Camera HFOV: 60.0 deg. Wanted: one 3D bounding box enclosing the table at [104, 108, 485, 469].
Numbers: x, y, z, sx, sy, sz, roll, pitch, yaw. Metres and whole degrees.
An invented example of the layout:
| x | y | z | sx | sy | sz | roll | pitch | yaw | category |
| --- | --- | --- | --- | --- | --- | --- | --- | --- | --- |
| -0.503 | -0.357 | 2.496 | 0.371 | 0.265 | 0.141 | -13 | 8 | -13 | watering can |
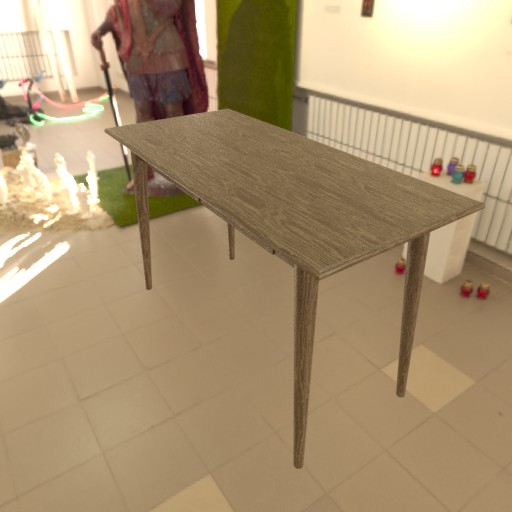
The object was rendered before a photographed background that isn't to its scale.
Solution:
| x | y | z | sx | sy | sz | roll | pitch | yaw | category |
| --- | --- | --- | --- | --- | --- | --- | --- | --- | --- |
| 0.000 | 0.000 | 1.701 | 0.599 | 0.780 | 1.300 | -20 | 37 | -29 | table |
